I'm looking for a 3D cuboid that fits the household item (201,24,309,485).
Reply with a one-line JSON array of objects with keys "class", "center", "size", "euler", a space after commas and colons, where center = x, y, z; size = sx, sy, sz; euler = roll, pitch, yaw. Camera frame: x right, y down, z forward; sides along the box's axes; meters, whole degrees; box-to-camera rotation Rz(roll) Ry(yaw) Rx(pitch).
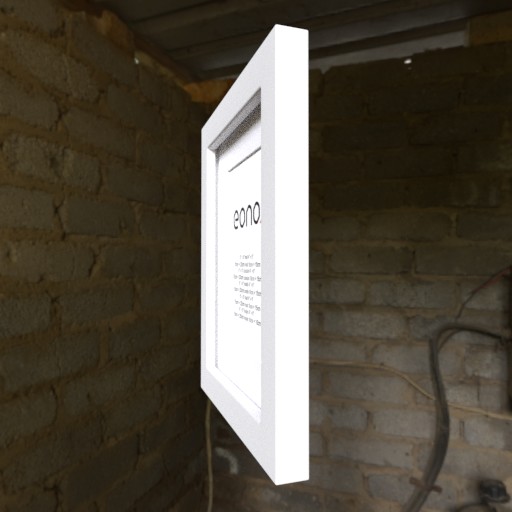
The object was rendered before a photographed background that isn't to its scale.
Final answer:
[{"class": "household item", "center": [0.000, 0.000, 0.341], "size": [0.045, 0.250, 0.200], "euler": [0, -1, -19]}]
